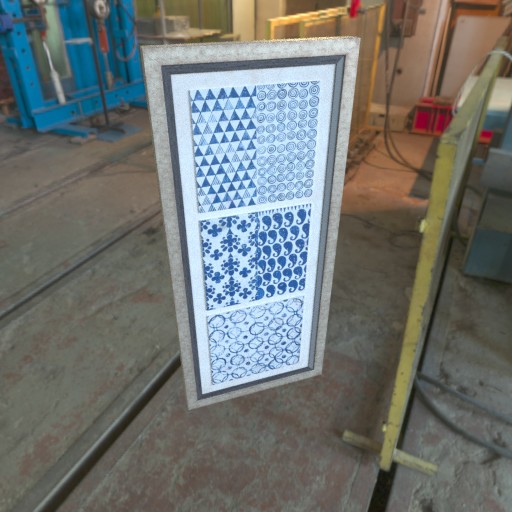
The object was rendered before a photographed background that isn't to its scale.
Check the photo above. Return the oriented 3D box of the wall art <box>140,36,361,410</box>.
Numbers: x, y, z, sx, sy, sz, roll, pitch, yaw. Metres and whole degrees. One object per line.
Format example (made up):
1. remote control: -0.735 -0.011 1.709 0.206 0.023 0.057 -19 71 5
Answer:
1. wall art: 0.000 0.000 1.664 0.648 1.461 0.051 -10 34 -16
